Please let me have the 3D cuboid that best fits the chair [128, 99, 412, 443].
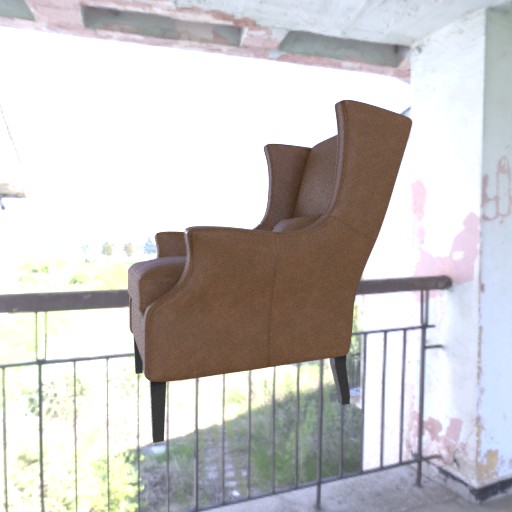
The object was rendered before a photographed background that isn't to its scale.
[{"bbox_3d":[0.000,0.000,1.702,0.925,1.016,0.852,-1,2,-19],"label":"chair"}]
